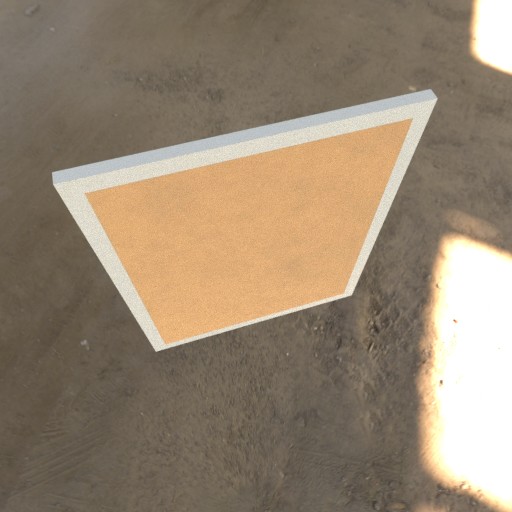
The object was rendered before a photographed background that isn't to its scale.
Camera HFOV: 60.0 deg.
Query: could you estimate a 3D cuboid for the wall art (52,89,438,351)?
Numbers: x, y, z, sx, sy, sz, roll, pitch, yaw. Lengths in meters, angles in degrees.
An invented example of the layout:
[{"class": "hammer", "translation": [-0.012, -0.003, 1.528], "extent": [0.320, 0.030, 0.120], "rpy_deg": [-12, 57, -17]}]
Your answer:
[{"class": "wall art", "translation": [0.000, 0.000, 1.088], "extent": [0.661, 0.811, 0.026], "rpy_deg": [-15, 61, -8]}]
